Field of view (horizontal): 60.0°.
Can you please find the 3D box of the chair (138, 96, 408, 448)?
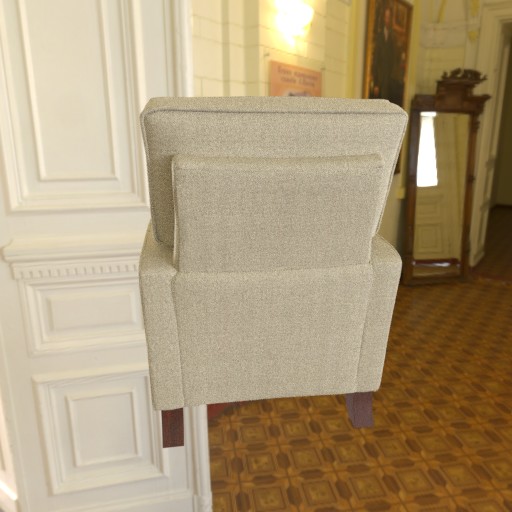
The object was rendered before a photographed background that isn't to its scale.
[{"bbox_3d":[0.000,0.000,1.369,0.648,0.888,0.754,-2,15,-9],"label":"chair"}]
